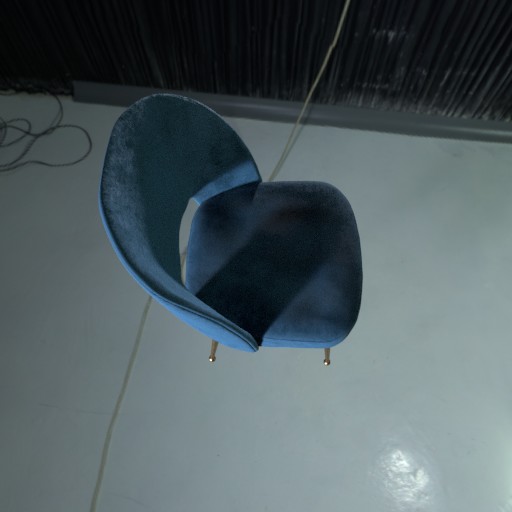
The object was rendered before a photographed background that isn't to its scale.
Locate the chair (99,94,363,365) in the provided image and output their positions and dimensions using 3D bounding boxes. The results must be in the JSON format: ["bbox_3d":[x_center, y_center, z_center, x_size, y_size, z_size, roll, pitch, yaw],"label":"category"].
[{"bbox_3d":[0.000,0.000,1.221,0.577,0.860,0.527,2,65,1],"label":"chair"}]
